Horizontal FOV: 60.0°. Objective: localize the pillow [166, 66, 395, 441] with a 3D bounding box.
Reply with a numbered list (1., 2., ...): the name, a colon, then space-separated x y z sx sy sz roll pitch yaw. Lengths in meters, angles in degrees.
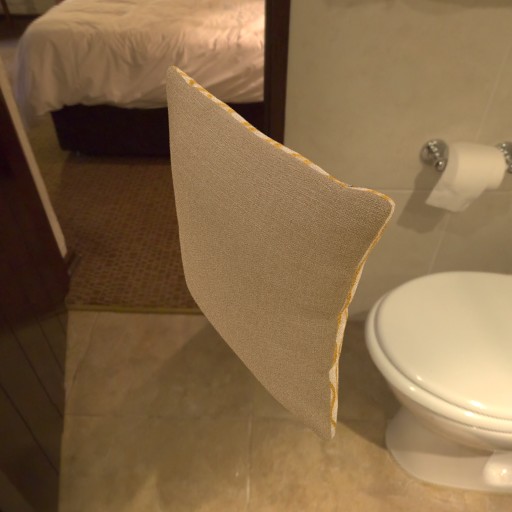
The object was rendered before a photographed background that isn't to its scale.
1. pillow: 0.000 0.000 0.654 0.159 0.436 0.429 -25 47 -26
